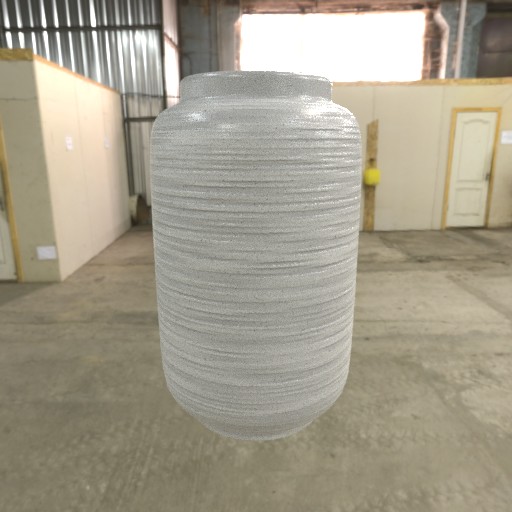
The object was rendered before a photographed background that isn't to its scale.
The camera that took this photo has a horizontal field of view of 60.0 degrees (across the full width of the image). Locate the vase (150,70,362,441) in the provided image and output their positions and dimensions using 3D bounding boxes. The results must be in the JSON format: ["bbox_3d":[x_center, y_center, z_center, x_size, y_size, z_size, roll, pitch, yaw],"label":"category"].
[{"bbox_3d":[0.000,0.000,0.453,0.202,0.335,0.202,0,15,0],"label":"vase"}]
